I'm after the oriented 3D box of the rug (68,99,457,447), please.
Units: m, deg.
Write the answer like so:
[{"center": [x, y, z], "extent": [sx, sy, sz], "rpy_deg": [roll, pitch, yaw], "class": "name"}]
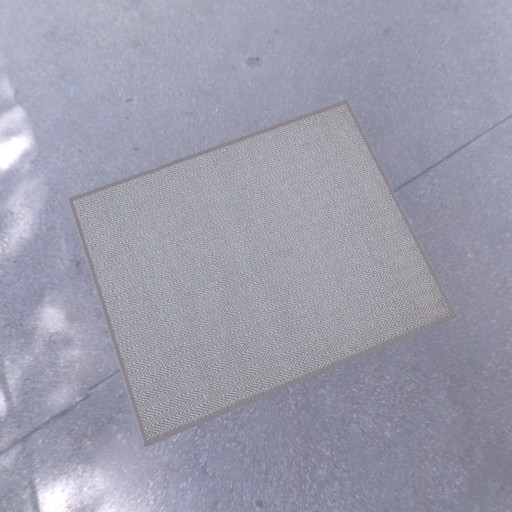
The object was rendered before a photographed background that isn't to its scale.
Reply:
[{"center": [0.000, 0.000, 4.192], "extent": [3.007, 0.032, 2.434], "rpy_deg": [-21, 77, -5], "class": "rug"}]
